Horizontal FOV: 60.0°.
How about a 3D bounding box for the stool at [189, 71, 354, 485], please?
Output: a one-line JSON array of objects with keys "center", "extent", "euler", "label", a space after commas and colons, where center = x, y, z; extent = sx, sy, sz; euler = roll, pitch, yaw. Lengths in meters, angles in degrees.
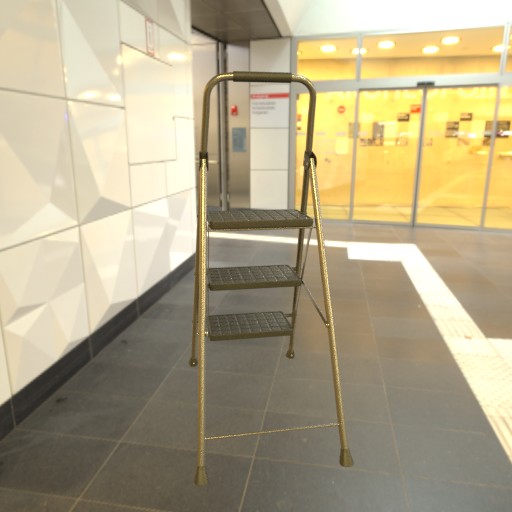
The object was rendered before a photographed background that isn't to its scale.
[{"center": [0.000, 0.000, 1.484], "extent": [0.473, 1.121, 0.733], "euler": [-2, 15, -9], "label": "stool"}]
